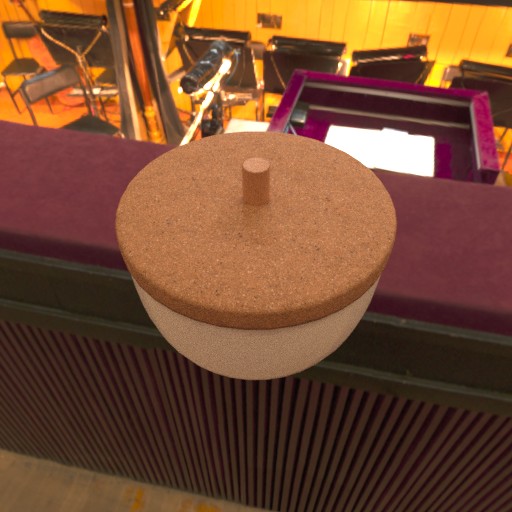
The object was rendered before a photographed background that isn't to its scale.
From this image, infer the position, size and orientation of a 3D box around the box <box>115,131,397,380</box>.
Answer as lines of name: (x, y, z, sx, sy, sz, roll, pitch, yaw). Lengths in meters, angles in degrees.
box: (0.000, 0.000, 0.193, 0.107, 0.094, 0.107, 0, 46, 0)
